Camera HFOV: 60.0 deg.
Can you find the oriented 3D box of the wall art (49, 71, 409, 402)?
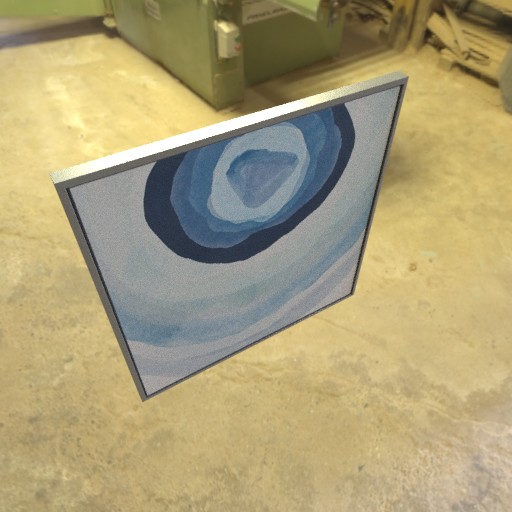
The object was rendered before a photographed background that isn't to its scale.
[{"bbox_3d":[0.000,0.000,1.189,0.809,0.807,0.038,-23,50,-21],"label":"wall art"}]
